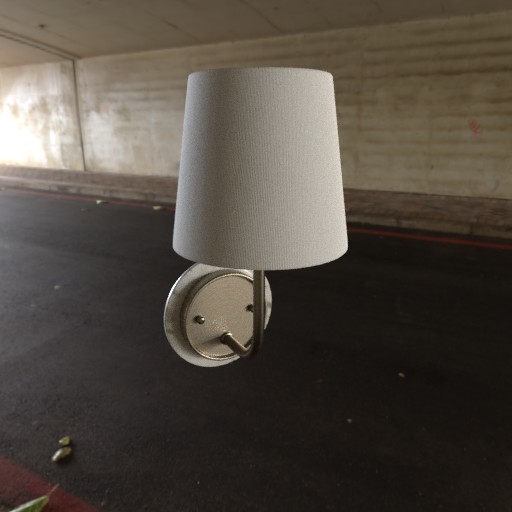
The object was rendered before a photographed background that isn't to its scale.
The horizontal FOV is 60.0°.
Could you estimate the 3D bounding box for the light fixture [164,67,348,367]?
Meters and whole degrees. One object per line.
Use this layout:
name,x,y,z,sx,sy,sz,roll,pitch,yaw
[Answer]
light fixture,0.000,0.000,0.447,0.168,0.337,0.188,-9,19,-28
